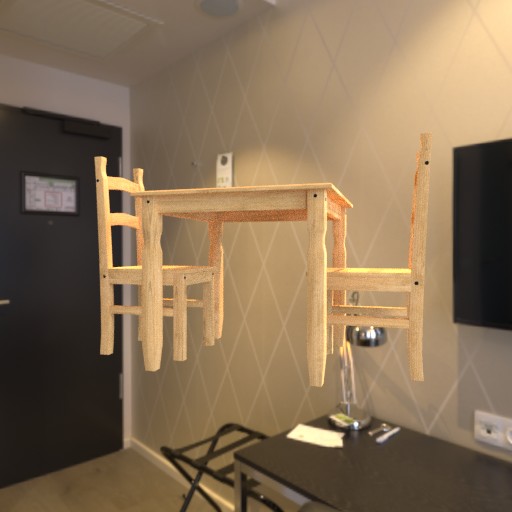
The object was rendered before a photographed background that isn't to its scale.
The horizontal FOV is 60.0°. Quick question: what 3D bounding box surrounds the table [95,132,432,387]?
[{"bbox_3d":[0.000,0.000,2.069,1.501,0.942,0.813,0,1,17],"label":"table"}]
